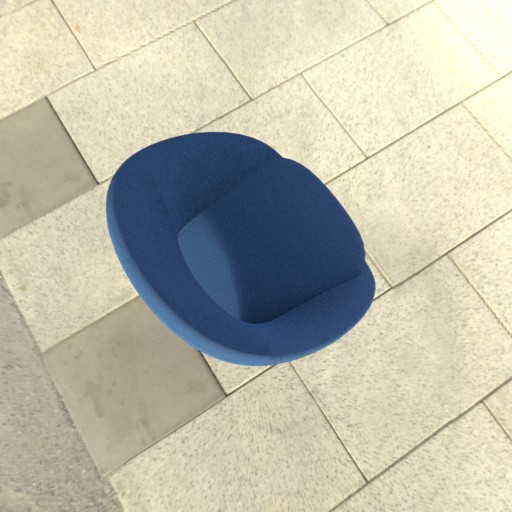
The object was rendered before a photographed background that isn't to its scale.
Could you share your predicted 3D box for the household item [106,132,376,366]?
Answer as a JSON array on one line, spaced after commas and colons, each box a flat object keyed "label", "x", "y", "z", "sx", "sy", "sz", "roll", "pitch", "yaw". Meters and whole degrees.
[{"label": "household item", "x": 0.000, "y": 0.000, "z": 1.260, "sx": 0.573, "sy": 0.852, "sz": 0.623, "roll": -34, "pitch": 77, "yaw": -9}]
